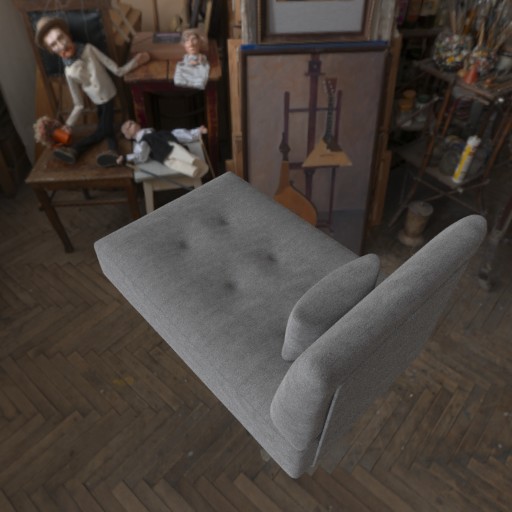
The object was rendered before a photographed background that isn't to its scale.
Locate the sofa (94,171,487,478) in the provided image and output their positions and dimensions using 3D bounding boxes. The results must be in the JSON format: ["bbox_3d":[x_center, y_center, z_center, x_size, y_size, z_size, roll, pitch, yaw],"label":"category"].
[{"bbox_3d":[0.000,0.000,1.964,0.930,0.820,1.450,-34,55,-28],"label":"sofa"}]
